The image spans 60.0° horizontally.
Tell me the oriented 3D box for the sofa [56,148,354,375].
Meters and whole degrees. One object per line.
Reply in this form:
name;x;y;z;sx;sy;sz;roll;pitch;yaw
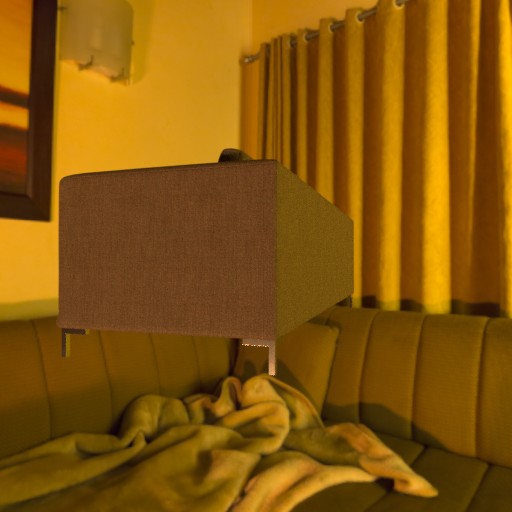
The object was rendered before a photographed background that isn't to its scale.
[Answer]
sofa;0.000;0.000;2.832;0.969;0.867;2.415;0;-1;19
